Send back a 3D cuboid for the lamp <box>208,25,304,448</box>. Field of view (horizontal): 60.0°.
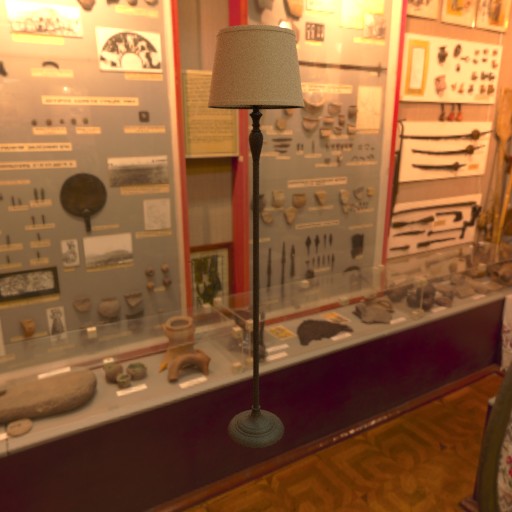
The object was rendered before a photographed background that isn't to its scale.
[{"bbox_3d":[0.000,0.000,1.649,0.327,1.506,0.327,-9,18,-28],"label":"lamp"}]
